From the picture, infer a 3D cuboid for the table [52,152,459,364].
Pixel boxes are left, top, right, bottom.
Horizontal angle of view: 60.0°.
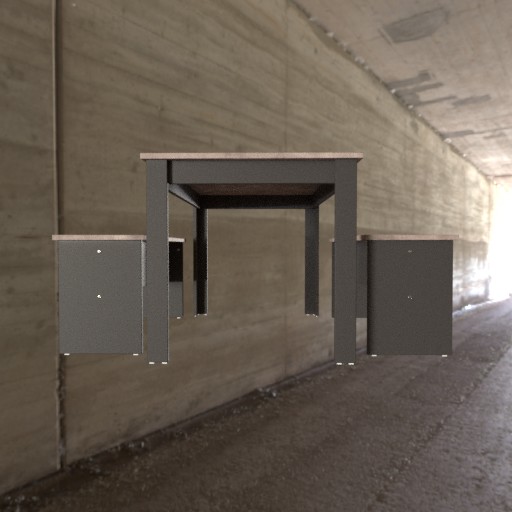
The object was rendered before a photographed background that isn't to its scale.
[{"bbox_3d":[0.000,0.000,2.004,1.443,0.700,1.100,0,1,1],"label":"table"}]
